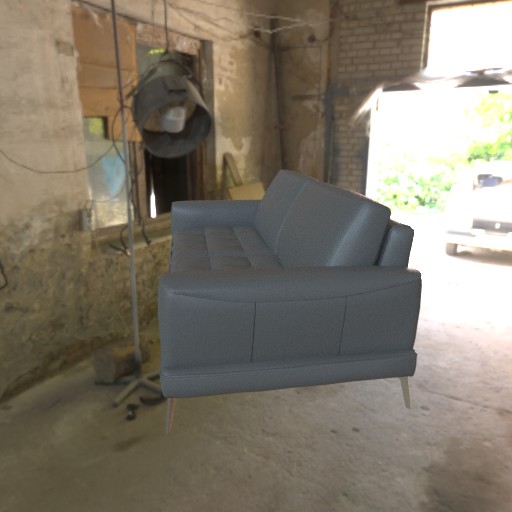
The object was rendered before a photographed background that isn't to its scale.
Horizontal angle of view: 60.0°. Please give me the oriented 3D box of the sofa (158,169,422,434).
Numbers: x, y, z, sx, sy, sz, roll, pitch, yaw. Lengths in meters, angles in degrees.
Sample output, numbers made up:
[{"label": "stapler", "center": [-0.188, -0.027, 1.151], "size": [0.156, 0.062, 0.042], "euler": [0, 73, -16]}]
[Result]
[{"label": "sofa", "center": [0.000, 0.000, 2.731], "size": [1.121, 0.930, 2.177], "euler": [-2, 16, -9]}]
